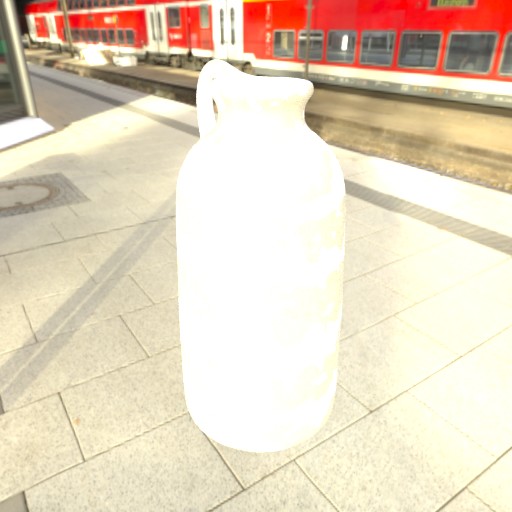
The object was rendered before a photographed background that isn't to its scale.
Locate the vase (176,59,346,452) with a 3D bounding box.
[{"bbox_3d":[0.000,0.000,0.478,0.186,0.382,0.203,-19,33,-32],"label":"vase"}]
